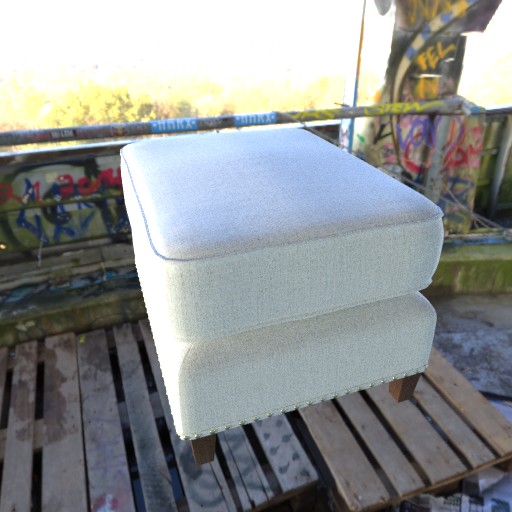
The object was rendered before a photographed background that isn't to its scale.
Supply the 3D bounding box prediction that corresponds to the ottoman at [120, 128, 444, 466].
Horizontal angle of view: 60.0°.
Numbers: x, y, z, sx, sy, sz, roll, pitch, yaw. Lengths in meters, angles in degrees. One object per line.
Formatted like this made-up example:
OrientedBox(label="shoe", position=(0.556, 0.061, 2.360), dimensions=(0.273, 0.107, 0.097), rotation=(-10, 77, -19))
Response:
OrientedBox(label="ottoman", position=(0.000, 0.000, 1.144), dimensions=(0.589, 0.537, 0.738), rotation=(-10, 32, -17))
